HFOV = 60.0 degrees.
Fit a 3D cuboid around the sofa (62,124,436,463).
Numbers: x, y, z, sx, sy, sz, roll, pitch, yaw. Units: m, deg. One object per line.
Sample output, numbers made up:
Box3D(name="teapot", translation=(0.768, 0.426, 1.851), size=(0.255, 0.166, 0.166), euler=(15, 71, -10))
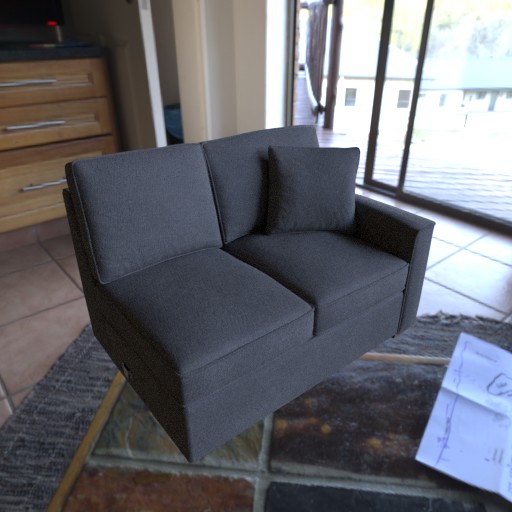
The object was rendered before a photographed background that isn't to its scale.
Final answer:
Box3D(name="sofa", translation=(0.000, 0.000, 2.065), size=(1.388, 0.989, 0.991), euler=(-20, 34, -33))
